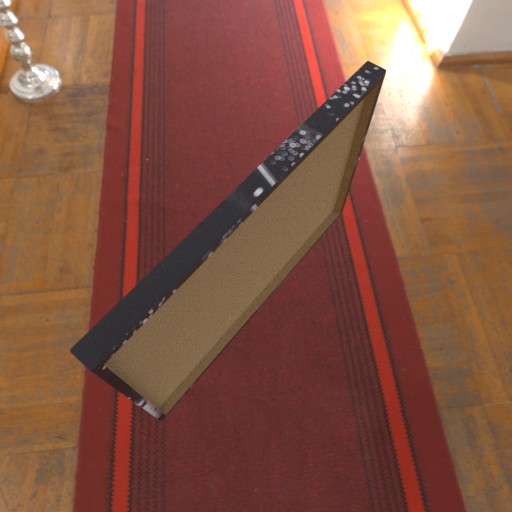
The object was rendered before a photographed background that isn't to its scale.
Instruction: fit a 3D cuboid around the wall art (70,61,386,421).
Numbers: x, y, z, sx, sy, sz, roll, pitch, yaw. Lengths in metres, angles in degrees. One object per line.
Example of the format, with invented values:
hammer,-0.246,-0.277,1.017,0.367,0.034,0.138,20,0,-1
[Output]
wall art,0.000,0.000,0.772,0.037,0.406,0.609,36,68,17
